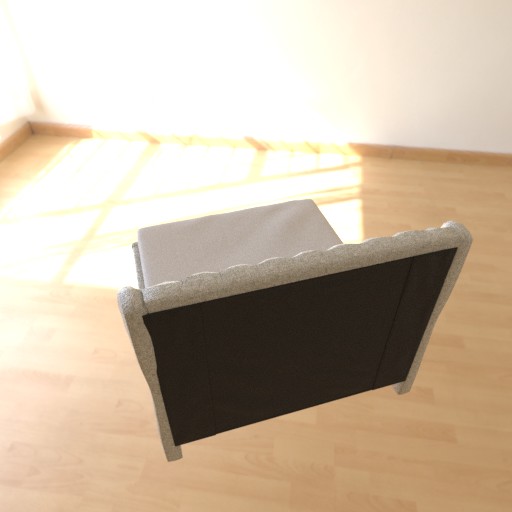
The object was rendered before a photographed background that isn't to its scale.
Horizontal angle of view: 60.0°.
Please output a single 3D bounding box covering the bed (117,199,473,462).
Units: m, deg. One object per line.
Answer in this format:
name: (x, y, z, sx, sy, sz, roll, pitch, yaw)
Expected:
bed: (0.000, 0.000, 3.923, 2.219, 1.771, 2.347, -11, 43, -13)
